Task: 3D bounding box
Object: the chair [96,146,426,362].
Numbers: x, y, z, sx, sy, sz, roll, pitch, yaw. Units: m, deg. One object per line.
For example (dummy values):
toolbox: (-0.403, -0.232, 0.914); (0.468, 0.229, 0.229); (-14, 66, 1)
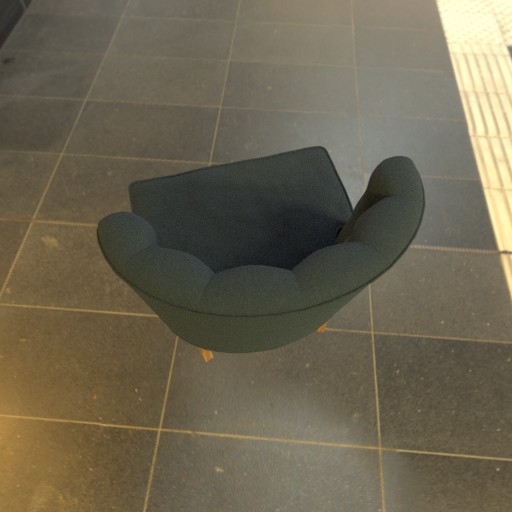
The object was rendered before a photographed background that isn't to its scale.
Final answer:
chair: (0.000, 0.000, 1.325); (0.740, 0.771, 0.718); (-13, 58, -8)
